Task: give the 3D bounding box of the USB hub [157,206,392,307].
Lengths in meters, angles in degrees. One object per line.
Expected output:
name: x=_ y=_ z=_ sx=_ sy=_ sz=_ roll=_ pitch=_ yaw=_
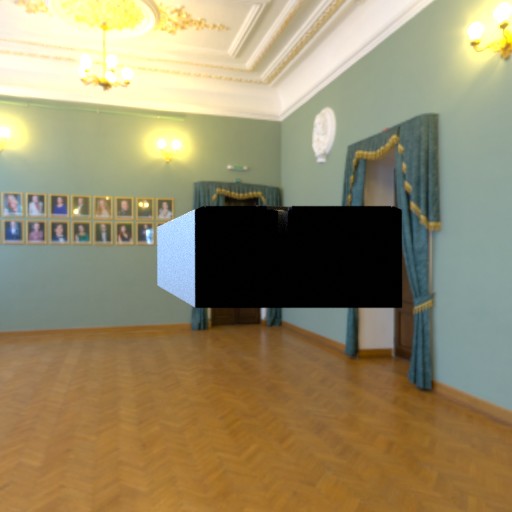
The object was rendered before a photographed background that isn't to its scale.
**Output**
USB hub: x=0.000 y=0.000 z=0.128 sx=0.044 sy=0.023 sz=0.110 roll=0 pitch=0 yaw=-19
